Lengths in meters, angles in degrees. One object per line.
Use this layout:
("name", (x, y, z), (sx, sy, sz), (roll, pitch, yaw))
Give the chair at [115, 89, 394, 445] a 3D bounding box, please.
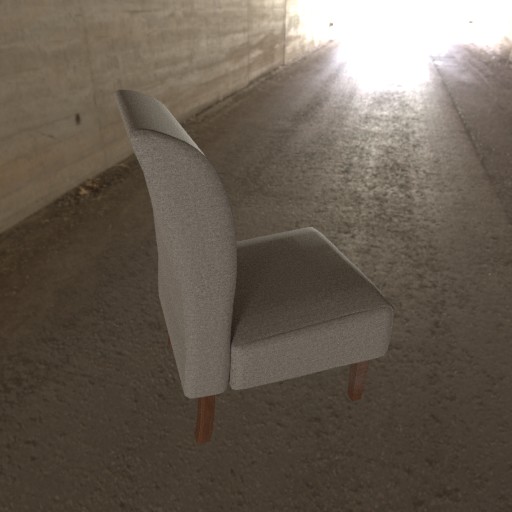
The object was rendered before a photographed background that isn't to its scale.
("chair", (0.000, 0.000, 1.178), (0.592, 0.804, 0.513), (-10, 31, -17))
